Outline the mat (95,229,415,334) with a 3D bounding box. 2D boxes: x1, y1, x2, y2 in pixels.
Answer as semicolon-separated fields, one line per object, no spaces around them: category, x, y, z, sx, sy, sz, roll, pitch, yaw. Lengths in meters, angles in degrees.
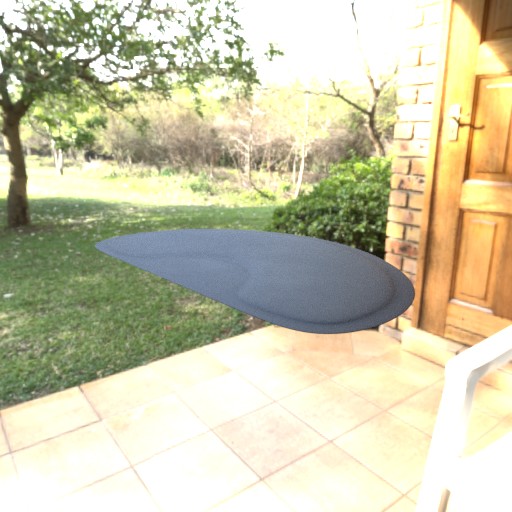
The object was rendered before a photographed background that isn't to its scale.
mat;0.000;0.000;1.901;0.913;0.013;1.524;-14;20;-41
